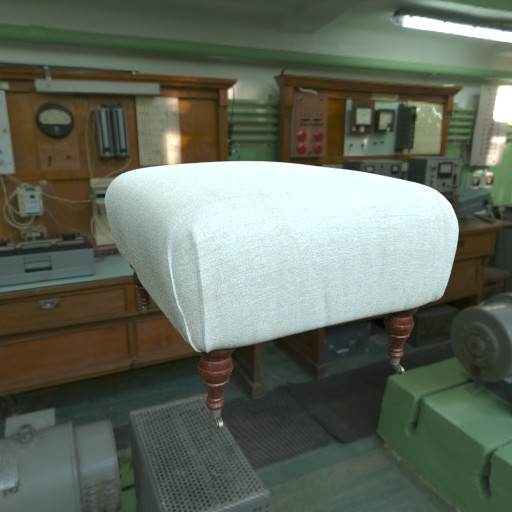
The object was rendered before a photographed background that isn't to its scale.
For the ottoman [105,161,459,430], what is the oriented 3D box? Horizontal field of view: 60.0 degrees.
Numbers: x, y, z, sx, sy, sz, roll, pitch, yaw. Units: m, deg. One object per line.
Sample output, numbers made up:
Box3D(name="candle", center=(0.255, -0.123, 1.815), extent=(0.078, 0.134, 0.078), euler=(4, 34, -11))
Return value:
Box3D(name="ottoman", center=(0.000, 0.000, 1.109), extent=(0.622, 0.450, 0.747), euler=(-7, 17, -25))
